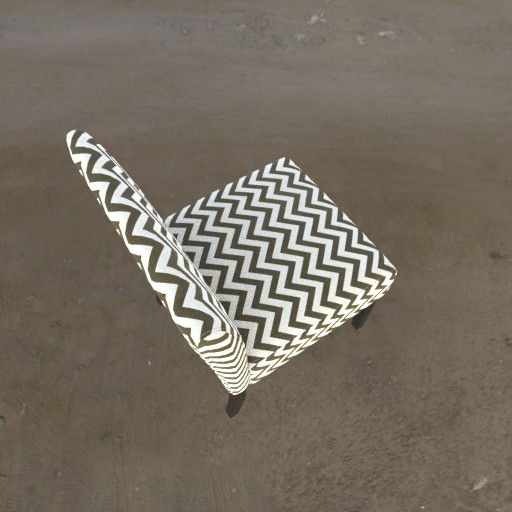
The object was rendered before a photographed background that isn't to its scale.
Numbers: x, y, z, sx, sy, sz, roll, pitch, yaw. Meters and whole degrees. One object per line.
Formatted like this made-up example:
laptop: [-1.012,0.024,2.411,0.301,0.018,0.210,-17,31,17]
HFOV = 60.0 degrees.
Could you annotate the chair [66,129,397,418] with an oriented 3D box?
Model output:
chair: [0.000,0.000,1.295,0.648,0.838,0.589,-30,64,-17]
